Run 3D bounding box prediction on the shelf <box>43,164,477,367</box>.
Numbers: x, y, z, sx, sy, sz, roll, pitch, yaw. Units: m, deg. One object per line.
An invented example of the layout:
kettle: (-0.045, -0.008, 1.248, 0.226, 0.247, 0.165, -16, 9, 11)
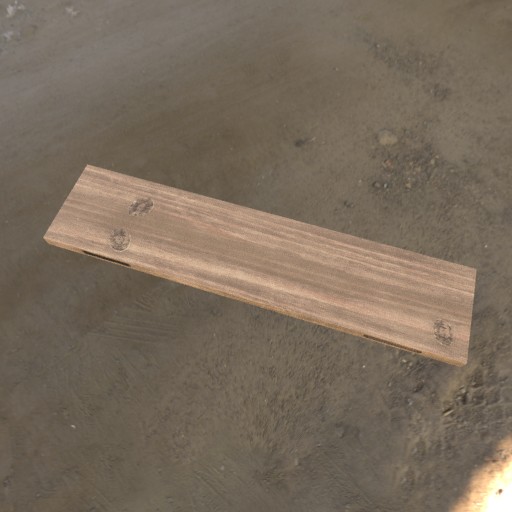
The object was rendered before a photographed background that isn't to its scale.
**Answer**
shelf: (0.000, 0.000, 0.646, 0.610, 0.020, 0.140, 16, 65, 8)
